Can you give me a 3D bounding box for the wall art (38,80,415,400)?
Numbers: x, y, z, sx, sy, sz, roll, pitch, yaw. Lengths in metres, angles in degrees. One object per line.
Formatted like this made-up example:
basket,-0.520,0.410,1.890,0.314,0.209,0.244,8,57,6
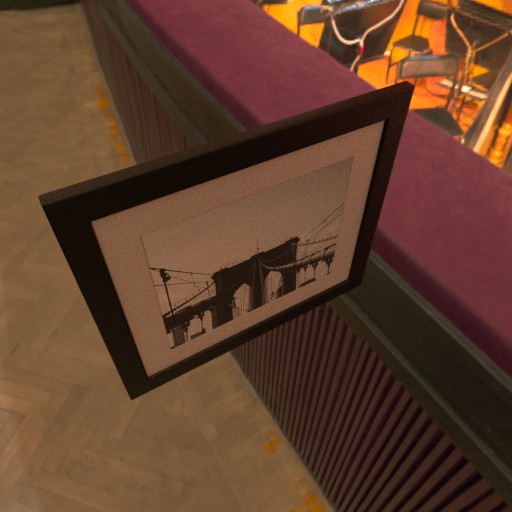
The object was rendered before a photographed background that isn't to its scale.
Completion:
wall art,0.000,0.000,0.714,0.521,0.450,0.018,-23,51,-20
